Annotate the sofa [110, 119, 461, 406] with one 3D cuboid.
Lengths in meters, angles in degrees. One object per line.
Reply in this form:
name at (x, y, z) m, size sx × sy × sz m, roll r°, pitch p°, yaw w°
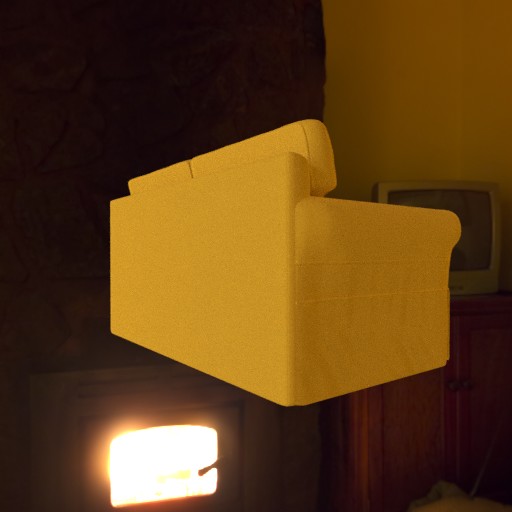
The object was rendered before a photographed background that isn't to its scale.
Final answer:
sofa at (0.000, 0.000, 2.312) m, size 0.991 × 0.940 × 1.727 m, roll 0°, pitch 1°, yaw -37°
